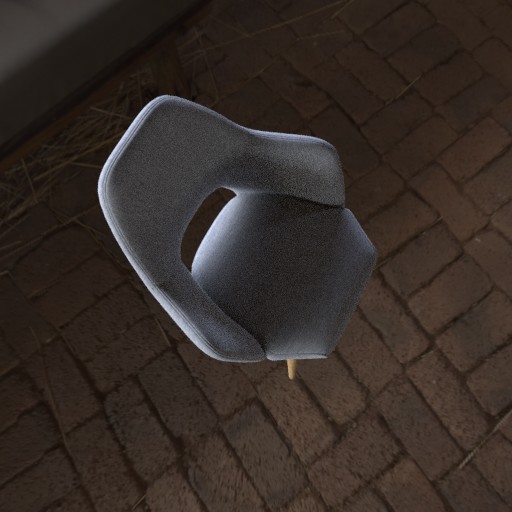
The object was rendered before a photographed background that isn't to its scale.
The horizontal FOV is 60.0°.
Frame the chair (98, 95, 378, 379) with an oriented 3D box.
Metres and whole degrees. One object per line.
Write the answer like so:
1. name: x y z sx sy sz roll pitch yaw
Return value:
1. chair: 0.000 0.000 1.247 0.610 0.840 0.590 28 77 7
